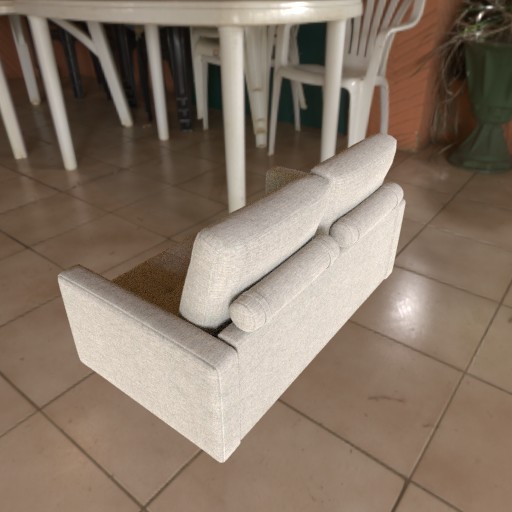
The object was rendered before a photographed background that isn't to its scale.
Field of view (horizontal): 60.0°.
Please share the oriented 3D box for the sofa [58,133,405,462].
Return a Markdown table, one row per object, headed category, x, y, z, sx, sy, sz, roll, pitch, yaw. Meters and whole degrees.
| category | x | y | z | sx | sy | sz | roll | pitch | yaw |
| --- | --- | --- | --- | --- | --- | --- | --- | --- | --- |
| sofa | 0.000 | 0.000 | 1.940 | 0.842 | 0.907 | 1.407 | 22 | 38 | 31 |
